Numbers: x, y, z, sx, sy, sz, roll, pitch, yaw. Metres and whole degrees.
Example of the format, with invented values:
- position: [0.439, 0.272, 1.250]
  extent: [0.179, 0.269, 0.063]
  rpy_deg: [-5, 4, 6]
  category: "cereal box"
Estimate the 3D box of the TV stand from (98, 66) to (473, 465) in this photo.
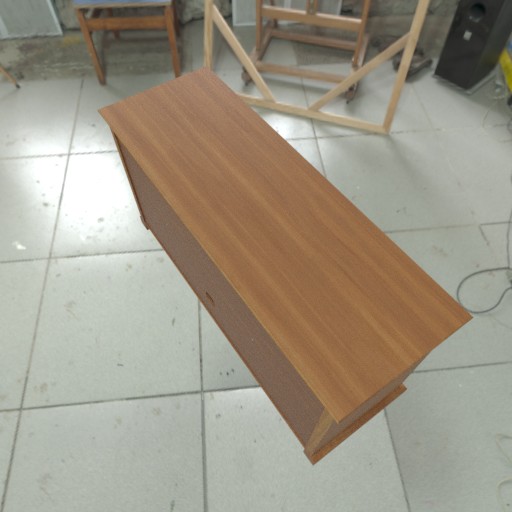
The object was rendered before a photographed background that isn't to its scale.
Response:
- position: [0.000, 0.000, 1.473]
  extent: [0.417, 0.607, 1.181]
  rpy_deg: [-30, 62, -18]
  category: "TV stand"
